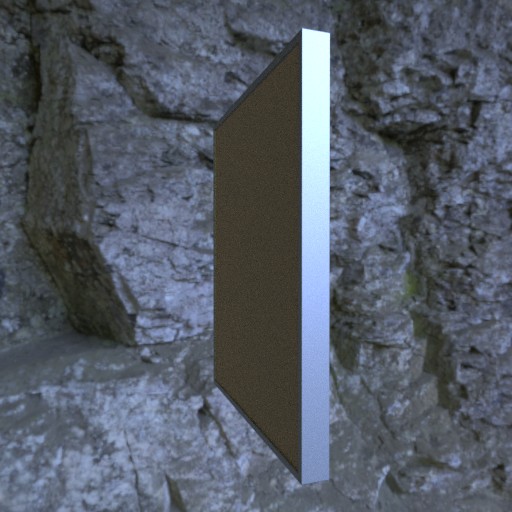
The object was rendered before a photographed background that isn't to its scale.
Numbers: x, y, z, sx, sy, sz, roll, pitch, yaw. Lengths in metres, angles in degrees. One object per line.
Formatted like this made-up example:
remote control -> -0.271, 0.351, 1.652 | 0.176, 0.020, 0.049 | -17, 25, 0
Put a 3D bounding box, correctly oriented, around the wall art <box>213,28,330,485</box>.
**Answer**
wall art -> 0.000, 0.000, 0.752 | 0.039, 0.553, 0.445 | 0, 1, -19
